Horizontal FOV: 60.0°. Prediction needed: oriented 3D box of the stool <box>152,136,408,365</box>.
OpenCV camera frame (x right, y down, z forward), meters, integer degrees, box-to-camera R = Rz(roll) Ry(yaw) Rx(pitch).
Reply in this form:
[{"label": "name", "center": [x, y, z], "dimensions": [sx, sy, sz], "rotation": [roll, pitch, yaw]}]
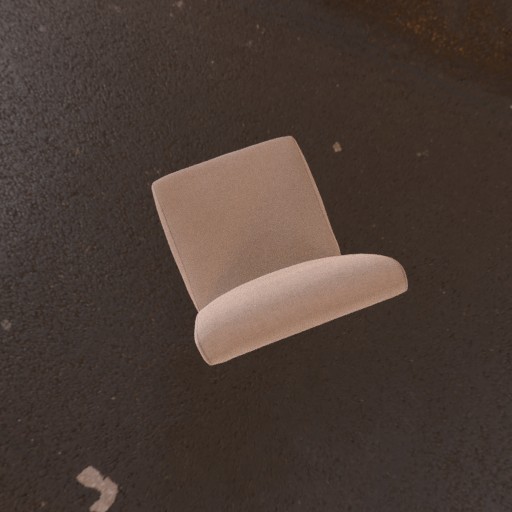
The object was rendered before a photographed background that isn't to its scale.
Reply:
[{"label": "stool", "center": [0.000, 0.000, 1.293], "dimensions": [0.446, 1.015, 0.543], "rotation": [-20, 76, -5]}]
